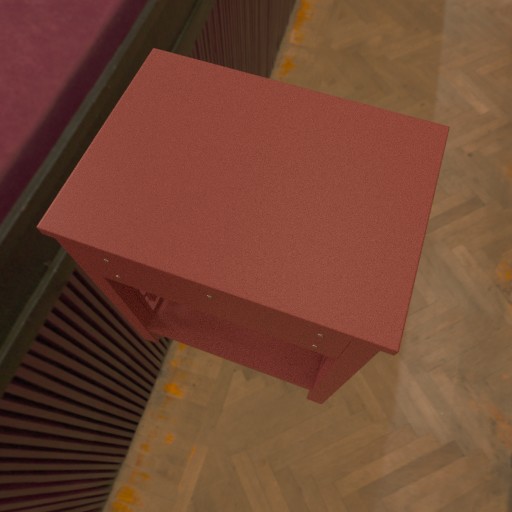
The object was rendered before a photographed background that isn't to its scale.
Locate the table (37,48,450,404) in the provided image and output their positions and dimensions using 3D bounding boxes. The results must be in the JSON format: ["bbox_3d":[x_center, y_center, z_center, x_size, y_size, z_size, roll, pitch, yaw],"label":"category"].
[{"bbox_3d":[0.000,0.000,1.079,0.599,0.686,0.451,18,66,8],"label":"table"}]
